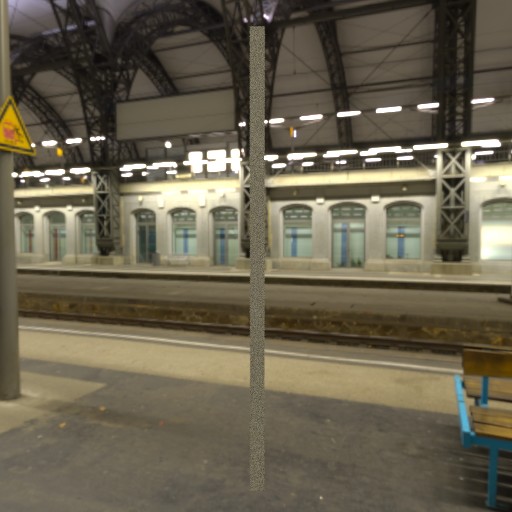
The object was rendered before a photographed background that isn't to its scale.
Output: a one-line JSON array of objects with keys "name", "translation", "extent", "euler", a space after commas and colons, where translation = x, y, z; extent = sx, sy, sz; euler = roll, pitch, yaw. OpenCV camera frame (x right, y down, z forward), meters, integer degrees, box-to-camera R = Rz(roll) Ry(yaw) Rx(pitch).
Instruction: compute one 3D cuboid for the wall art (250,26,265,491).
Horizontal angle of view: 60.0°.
[{"name": "wall art", "translation": [0.000, 0.000, 1.105], "extent": [0.026, 0.811, 0.661], "euler": [0, 2, 0]}]
